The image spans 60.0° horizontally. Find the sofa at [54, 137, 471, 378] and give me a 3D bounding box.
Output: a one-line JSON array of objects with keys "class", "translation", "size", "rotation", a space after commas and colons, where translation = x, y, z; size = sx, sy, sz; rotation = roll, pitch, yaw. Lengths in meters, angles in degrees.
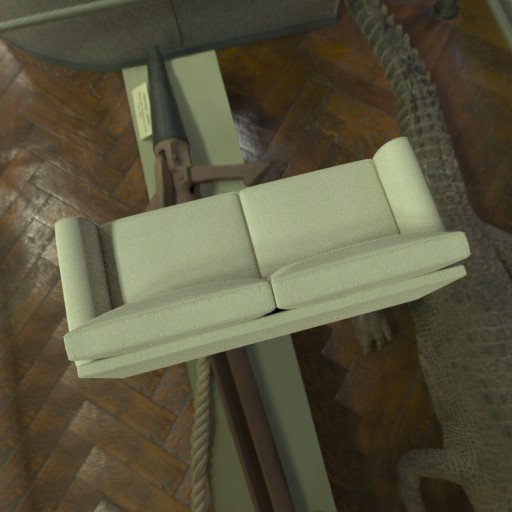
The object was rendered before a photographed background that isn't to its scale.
[{"class": "sofa", "translation": [0.000, 0.000, 2.574], "size": [2.146, 0.962, 0.901], "rotation": [-14, 75, -4]}]
